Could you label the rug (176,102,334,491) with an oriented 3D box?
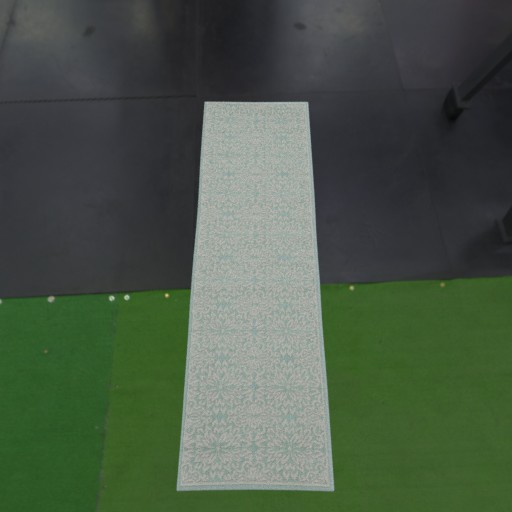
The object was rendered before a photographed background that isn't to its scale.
[{"bbox_3d":[0.000,0.000,2.342,0.662,0.011,2.196,0,64,0],"label":"rug"}]
